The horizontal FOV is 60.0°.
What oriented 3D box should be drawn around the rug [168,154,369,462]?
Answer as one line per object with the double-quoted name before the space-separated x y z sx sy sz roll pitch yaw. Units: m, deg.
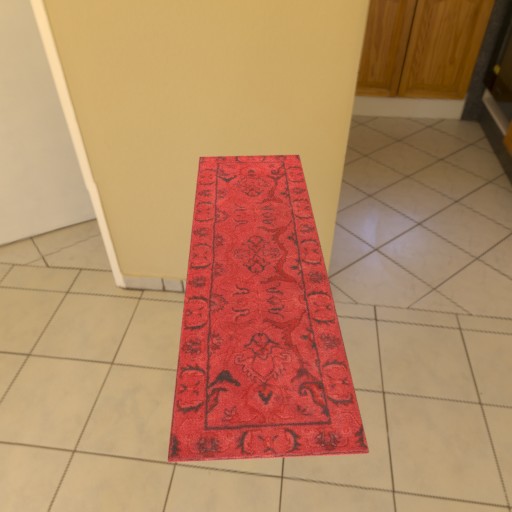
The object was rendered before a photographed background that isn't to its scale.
"rug" 0.000 0.000 2.688 0.813 0.018 2.439 -2 42 -2
